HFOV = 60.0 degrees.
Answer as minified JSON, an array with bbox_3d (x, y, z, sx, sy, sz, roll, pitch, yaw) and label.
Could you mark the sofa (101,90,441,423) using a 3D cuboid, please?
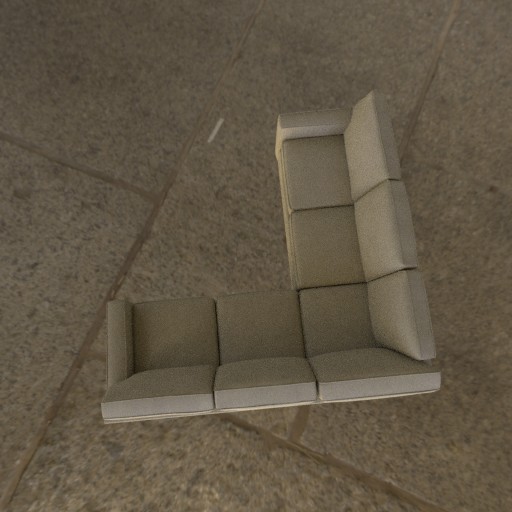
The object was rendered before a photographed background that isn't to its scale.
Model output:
[{"bbox_3d":[0.000,0.000,3.362,2.211,0.936,2.188,-6,76,-1],"label":"sofa"}]
